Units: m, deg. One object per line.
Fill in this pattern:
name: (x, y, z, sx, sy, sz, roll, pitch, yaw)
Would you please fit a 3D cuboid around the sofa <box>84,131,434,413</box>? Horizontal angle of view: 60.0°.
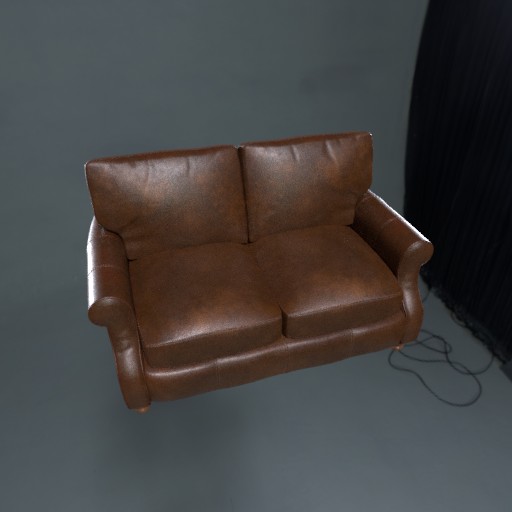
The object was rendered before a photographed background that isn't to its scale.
sofa: (0.000, 0.000, 2.264, 1.616, 0.976, 0.990, -10, 35, -14)
